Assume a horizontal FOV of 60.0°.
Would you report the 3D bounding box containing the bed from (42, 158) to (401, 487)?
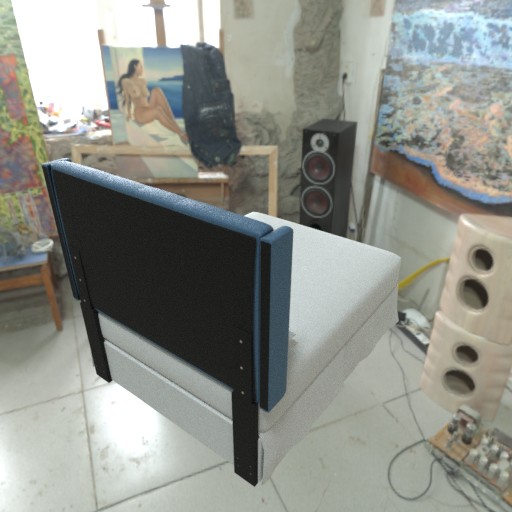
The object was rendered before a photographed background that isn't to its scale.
[{"bbox_3d":[0.000,0.000,3.330,1.719,1.665,2.078,20,35,32],"label":"bed"}]
